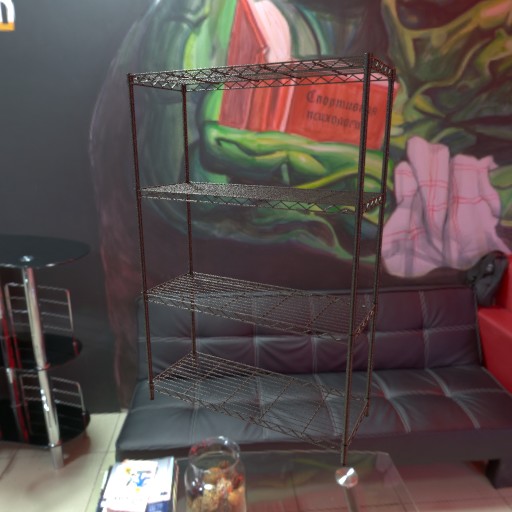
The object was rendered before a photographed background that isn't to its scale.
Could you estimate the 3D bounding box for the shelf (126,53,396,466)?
[{"bbox_3d":[0.000,0.000,1.752,0.907,1.361,0.352,8,17,27],"label":"shelf"}]
